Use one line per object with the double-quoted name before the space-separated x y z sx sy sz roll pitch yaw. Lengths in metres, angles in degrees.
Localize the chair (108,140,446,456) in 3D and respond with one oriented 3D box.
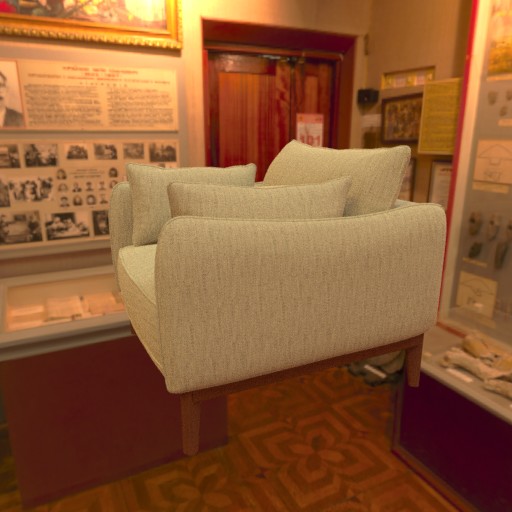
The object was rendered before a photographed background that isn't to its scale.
"chair" 0.000 0.000 1.713 0.991 0.855 0.994 -7 17 -24
